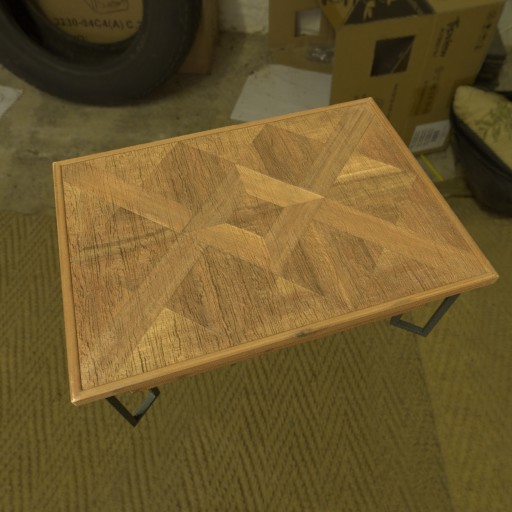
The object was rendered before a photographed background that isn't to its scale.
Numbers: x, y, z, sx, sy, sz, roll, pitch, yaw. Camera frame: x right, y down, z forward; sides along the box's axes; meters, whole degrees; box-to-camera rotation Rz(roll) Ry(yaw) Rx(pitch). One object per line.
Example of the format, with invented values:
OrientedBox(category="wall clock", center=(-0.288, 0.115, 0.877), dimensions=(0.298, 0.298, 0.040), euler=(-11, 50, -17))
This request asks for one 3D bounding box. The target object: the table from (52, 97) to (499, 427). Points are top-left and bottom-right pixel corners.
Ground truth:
OrientedBox(category="table", center=(0.000, 0.000, 1.641), dimensions=(1.238, 0.492, 0.877), euler=(-14, 58, -9))
